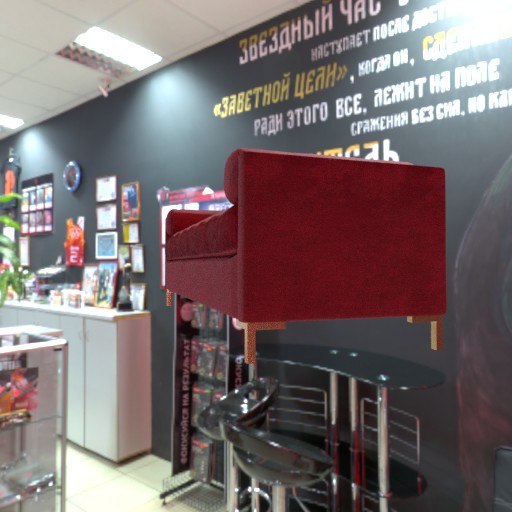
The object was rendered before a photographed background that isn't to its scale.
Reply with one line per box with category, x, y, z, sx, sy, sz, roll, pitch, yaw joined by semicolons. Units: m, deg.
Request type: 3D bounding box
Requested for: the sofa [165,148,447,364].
sofa;0.000;0.000;2.457;0.796;0.705;2.102;0;-1;-18
